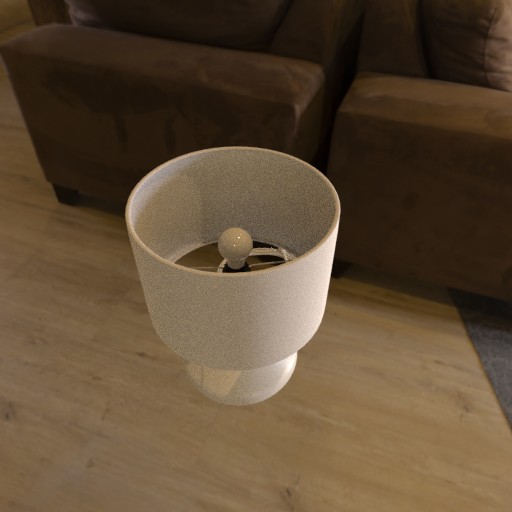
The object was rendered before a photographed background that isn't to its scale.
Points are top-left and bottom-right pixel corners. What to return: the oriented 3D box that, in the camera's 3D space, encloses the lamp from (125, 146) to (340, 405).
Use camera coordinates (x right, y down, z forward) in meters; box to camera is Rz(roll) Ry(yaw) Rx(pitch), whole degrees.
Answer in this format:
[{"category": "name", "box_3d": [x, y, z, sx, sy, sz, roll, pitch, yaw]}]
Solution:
[{"category": "lamp", "box_3d": [0.000, 0.000, 0.883, 0.401, 0.457, 0.546, 27, 49, 25]}]
